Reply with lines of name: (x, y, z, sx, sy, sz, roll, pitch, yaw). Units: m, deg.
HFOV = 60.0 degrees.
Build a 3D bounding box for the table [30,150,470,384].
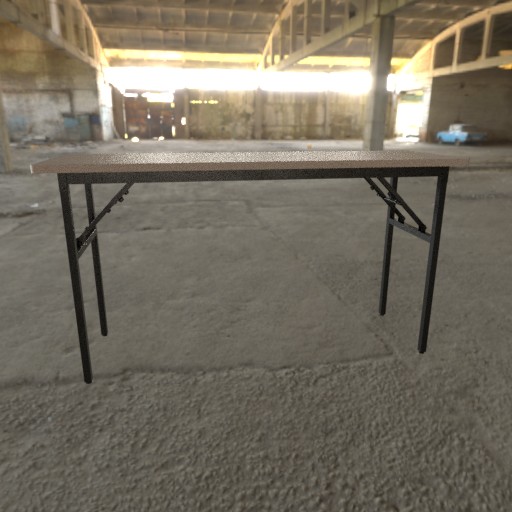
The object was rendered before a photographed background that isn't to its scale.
table: (0.000, 0.000, 1.703, 1.397, 0.750, 0.447, -3, 17, -9)
